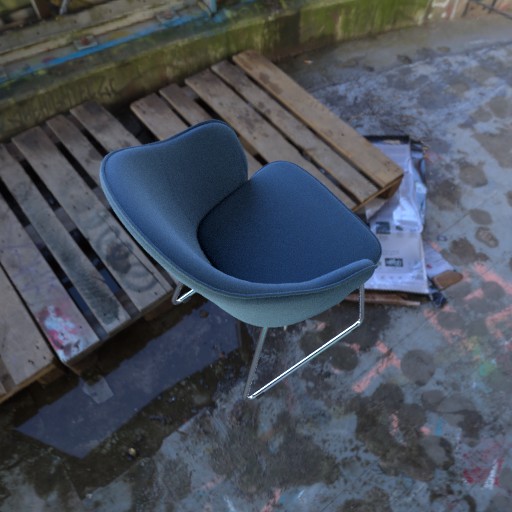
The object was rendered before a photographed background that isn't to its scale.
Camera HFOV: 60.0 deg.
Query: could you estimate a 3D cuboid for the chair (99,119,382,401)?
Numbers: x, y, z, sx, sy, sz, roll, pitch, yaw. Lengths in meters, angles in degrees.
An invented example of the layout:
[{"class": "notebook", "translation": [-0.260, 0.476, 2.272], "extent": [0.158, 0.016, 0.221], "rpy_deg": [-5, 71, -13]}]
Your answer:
[{"class": "chair", "translation": [0.000, 0.000, 1.193], "extent": [0.585, 0.815, 0.570], "rpy_deg": [-33, 63, -19]}]
